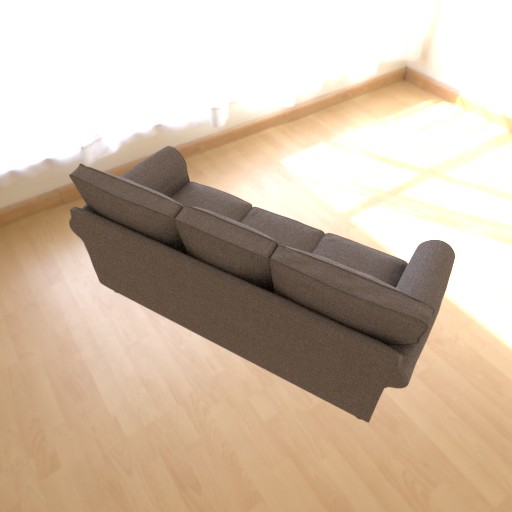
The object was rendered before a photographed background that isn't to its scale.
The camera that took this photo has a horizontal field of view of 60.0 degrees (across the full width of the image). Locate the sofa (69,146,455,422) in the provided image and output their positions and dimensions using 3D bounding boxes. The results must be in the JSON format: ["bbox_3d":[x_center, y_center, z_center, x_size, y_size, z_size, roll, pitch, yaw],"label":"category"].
[{"bbox_3d":[0.000,0.000,2.655,2.084,0.961,0.916,23,50,20],"label":"sofa"}]
